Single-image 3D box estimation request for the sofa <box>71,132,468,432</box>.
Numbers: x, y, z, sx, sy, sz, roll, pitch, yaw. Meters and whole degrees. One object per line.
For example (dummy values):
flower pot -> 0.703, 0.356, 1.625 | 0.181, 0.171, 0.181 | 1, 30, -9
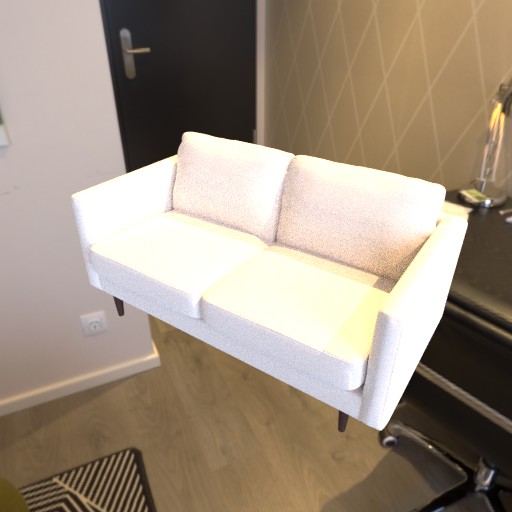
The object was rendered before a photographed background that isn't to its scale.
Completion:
sofa -> 0.000, 0.000, 2.222 | 1.713, 0.893, 0.940 | 19, 36, 29
